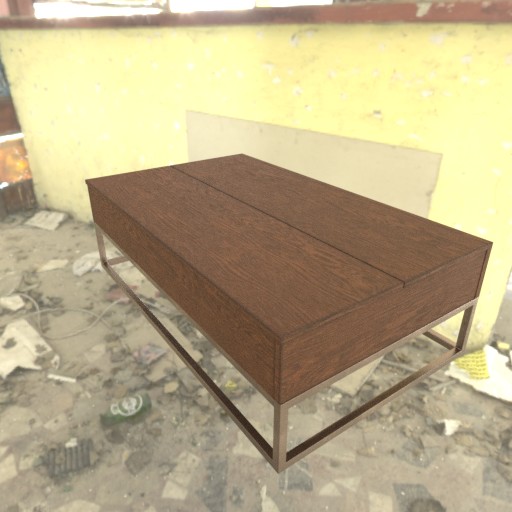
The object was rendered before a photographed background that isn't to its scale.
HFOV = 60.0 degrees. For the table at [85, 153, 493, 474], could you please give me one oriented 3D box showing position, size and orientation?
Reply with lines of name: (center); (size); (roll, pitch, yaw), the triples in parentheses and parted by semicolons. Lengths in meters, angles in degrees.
table: (0.000, 0.000, 1.474); (0.719, 0.361, 1.167); (-18, 31, -31)
